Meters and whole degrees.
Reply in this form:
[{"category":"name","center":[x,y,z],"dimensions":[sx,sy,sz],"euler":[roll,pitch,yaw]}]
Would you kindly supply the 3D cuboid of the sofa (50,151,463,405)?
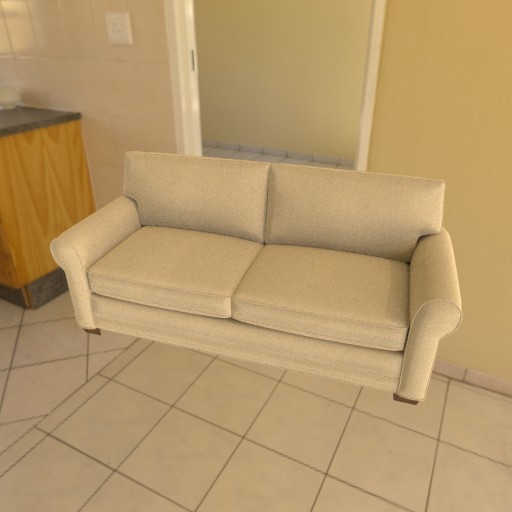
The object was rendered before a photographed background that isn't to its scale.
[{"category":"sofa","center":[0.000,0.000,2.599],"dimensions":[2.146,0.962,0.901],"euler":[9,30,15]}]
